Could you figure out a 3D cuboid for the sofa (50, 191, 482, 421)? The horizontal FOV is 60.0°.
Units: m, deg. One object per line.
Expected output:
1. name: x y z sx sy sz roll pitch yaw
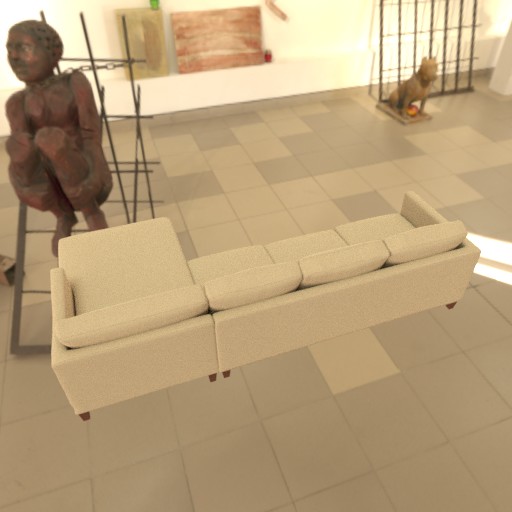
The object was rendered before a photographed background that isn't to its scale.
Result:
1. sofa: 0.000 0.000 3.770 3.186 0.861 1.625 -13 43 -15
